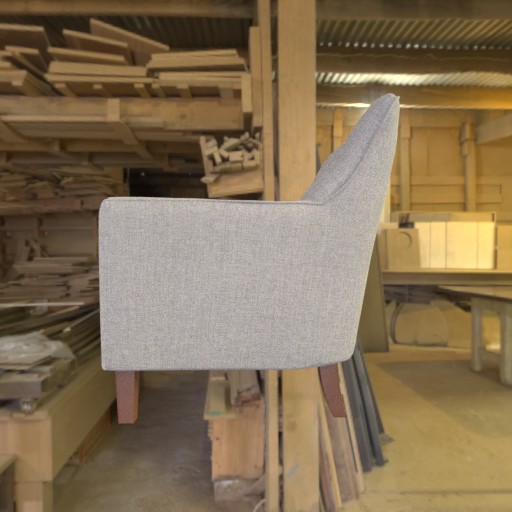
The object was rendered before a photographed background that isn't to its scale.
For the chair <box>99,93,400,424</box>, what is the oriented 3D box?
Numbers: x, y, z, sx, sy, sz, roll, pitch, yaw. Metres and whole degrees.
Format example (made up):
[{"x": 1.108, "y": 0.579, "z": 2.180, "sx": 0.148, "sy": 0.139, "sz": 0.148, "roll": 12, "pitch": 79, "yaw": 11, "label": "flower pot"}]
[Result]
[{"x": 0.000, "y": 0.000, "z": 1.780, "sx": 0.993, "sy": 1.047, "sz": 0.887, "roll": 0, "pitch": 1, "yaw": 0, "label": "chair"}]
